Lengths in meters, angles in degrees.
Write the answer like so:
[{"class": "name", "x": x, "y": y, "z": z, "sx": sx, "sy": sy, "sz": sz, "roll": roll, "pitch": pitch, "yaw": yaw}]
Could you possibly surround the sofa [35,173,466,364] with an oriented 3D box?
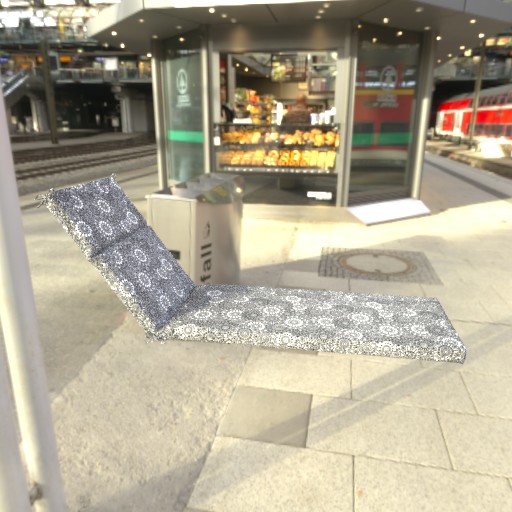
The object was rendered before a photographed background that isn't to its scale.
[{"class": "sofa", "x": 0.000, "y": 0.000, "z": 1.919, "sx": 1.663, "sy": 0.622, "sz": 0.582, "roll": 3, "pitch": 17, "yaw": 9}]
